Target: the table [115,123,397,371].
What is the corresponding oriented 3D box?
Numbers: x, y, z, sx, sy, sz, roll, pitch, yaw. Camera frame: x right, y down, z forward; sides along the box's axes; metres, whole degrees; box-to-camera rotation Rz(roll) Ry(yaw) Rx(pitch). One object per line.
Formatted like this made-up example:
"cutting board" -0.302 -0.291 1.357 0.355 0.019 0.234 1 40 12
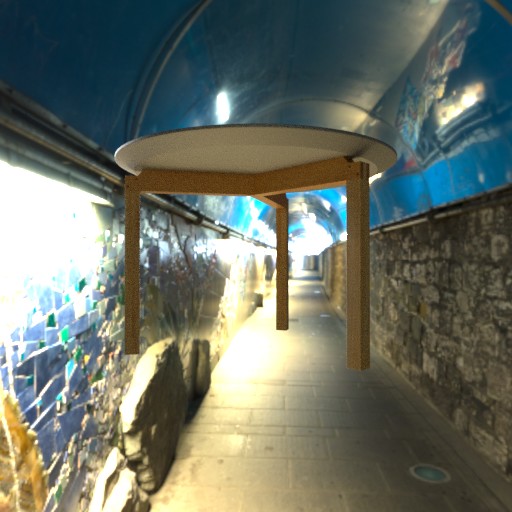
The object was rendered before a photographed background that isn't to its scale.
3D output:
"table" 0.000 0.000 0.985 0.600 0.405 0.600 0 -1 0
